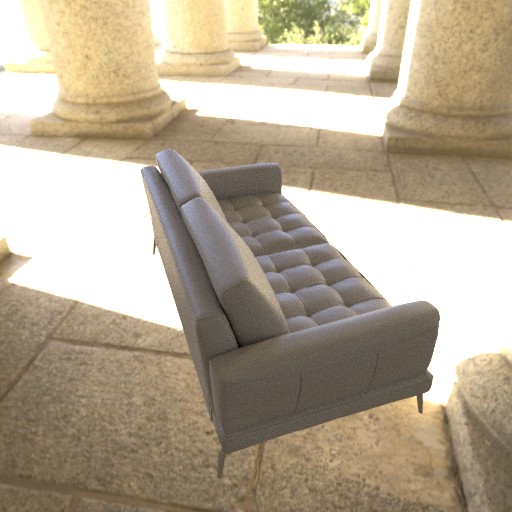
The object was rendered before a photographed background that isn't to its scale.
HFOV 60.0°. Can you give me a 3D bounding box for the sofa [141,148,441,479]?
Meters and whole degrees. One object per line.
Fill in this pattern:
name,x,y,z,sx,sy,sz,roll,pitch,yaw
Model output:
sofa,0.000,0.000,2.748,1.121,0.930,2.177,-11,34,-16
